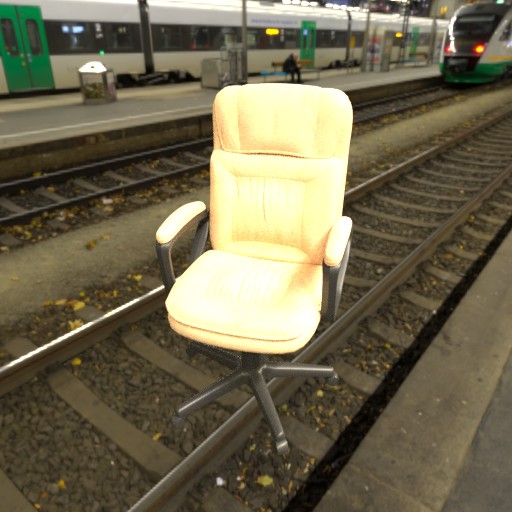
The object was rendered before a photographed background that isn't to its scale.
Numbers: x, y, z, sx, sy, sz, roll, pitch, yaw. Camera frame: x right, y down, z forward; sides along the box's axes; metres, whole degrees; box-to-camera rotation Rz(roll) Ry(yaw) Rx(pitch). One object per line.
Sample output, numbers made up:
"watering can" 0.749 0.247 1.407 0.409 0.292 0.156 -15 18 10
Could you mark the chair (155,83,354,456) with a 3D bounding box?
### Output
"chair" 0.000 0.000 1.585 0.667 1.105 0.724 8 27 15
